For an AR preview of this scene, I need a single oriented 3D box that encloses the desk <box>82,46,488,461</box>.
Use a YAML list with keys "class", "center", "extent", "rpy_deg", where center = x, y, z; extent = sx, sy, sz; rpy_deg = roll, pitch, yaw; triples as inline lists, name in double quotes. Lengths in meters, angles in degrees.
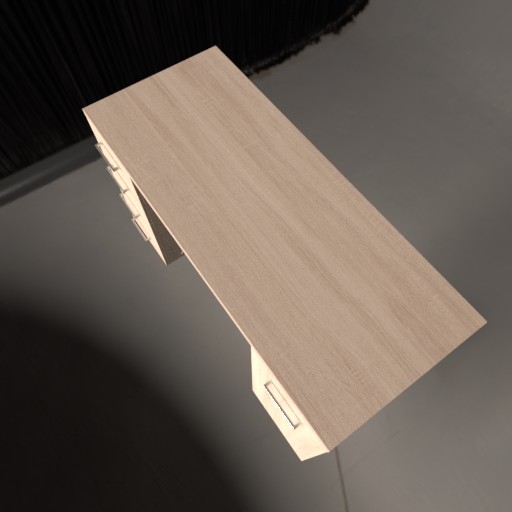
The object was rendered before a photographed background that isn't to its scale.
- class: "desk"
  center: [0.000, 0.000, 1.739]
  extent: [0.600, 0.740, 1.390]
  rpy_deg: [-33, 68, -15]
